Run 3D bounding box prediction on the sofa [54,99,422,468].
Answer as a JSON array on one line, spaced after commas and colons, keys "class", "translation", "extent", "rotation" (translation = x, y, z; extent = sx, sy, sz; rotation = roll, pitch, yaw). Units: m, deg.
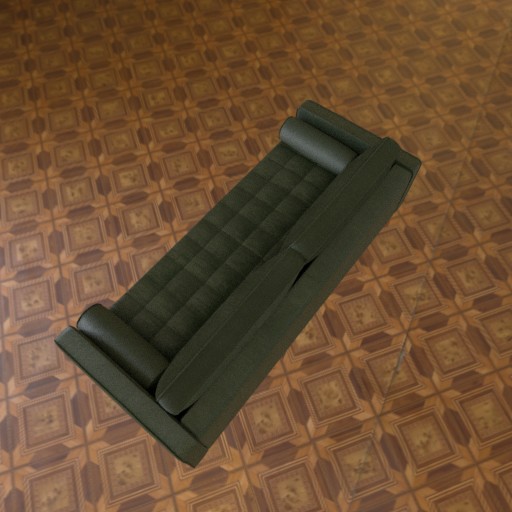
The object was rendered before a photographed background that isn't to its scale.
[{"class": "sofa", "translation": [0.000, 0.000, 2.649], "extent": [0.918, 0.769, 2.199], "rotation": [35, 67, 17]}]
